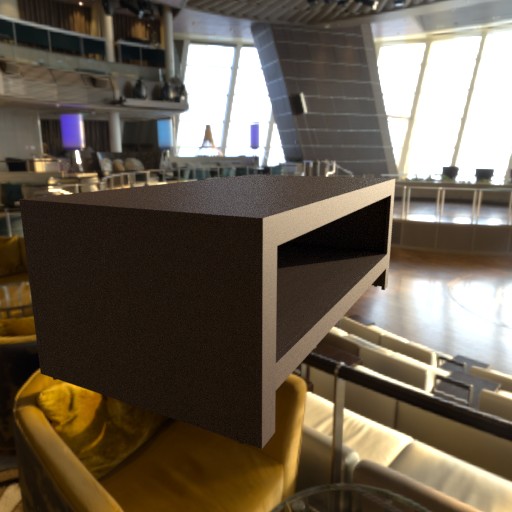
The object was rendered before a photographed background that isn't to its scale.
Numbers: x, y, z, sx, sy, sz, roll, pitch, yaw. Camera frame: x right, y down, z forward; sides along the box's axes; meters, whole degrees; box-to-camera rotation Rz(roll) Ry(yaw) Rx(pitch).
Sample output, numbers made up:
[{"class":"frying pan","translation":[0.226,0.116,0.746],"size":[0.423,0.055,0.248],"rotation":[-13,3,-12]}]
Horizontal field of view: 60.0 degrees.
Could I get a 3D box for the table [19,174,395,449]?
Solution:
[{"class":"table","translation":[0.000,0.000,1.359],"size":[0.597,0.424,1.099],"rotation":[7,15,27]}]
